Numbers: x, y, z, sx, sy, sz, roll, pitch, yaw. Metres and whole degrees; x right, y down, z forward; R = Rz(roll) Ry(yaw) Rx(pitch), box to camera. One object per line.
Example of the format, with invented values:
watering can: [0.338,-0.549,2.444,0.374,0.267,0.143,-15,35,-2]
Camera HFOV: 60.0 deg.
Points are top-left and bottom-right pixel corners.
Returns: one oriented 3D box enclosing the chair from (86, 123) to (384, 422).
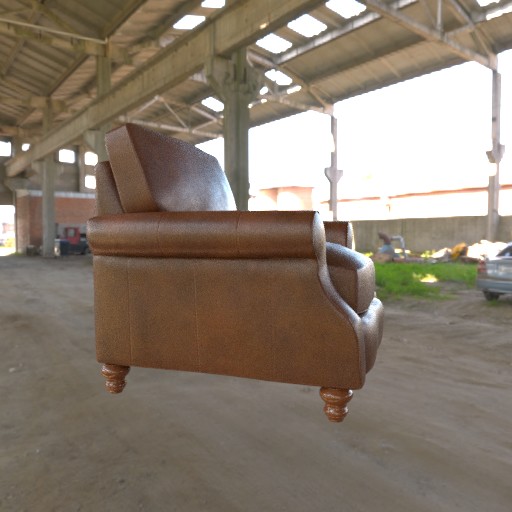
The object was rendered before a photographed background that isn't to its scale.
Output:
chair: [0.000,0.000,1.805,0.992,0.972,0.989,1,2,18]
